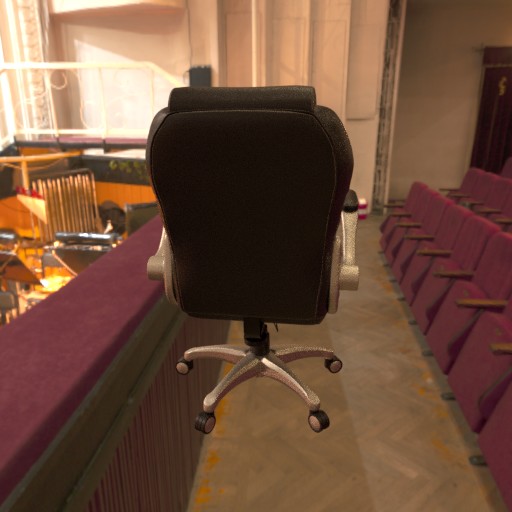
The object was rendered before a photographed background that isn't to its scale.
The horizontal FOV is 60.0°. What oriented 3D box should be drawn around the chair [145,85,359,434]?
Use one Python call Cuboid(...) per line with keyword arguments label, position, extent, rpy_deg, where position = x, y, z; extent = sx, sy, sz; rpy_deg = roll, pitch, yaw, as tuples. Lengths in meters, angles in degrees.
Cuboid(label="chair", position=(0.000, 0.000, 1.653), extent=(0.724, 1.141, 0.801), rpy_deg=(2, 17, 8))
